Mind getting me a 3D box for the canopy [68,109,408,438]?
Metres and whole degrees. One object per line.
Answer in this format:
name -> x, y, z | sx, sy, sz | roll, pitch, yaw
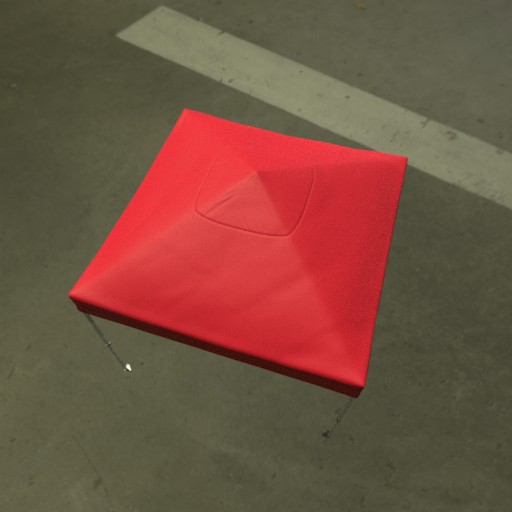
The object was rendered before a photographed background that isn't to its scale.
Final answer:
canopy -> 0.000, 0.000, 5.543 | 2.996, 2.997, 2.998 | 15, 58, 10
